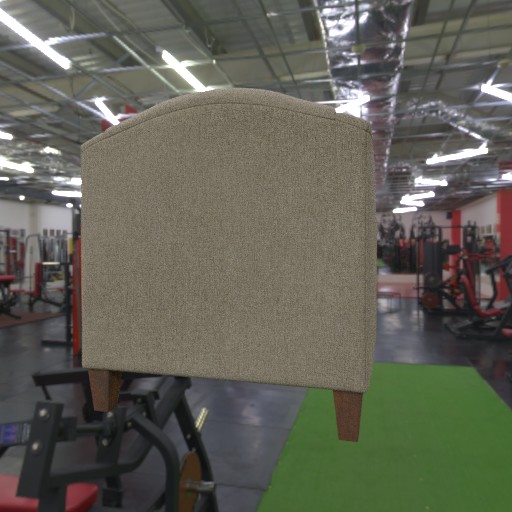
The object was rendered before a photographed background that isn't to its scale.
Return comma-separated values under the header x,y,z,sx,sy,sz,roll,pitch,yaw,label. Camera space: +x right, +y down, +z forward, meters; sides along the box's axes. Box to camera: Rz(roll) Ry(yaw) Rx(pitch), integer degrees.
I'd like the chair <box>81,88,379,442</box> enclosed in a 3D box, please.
x,y,z,sx,sy,sz,roll,pitch,yaw,label
0.000,0.000,1.441,0.763,0.839,0.787,0,1,17,chair
